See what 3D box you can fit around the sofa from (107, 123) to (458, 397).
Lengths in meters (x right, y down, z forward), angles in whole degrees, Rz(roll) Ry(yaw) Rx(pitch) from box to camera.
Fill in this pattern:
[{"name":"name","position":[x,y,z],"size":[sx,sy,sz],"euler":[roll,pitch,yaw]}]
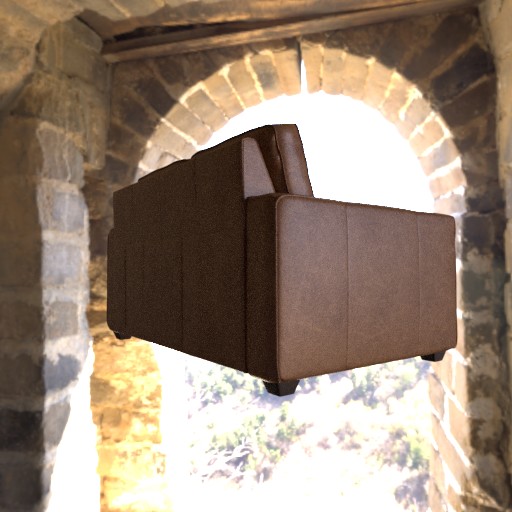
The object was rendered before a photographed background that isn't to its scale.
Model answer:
[{"name":"sofa","position":[0.000,0.000,2.164],"size":[1.020,0.896,1.532],"euler":[1,-2,-37]}]
